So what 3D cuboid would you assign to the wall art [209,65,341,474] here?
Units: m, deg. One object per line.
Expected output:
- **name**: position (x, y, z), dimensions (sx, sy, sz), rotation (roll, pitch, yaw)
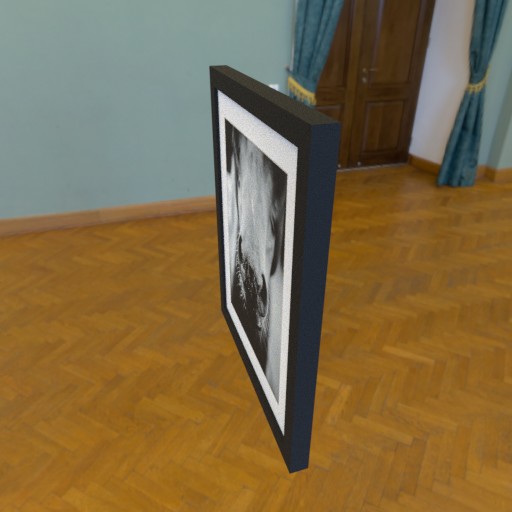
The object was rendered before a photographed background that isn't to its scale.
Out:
- **wall art**: position (0.000, 0.000, 0.769), dimensions (0.033, 0.559, 0.457), rotation (-9, 32, -15)
